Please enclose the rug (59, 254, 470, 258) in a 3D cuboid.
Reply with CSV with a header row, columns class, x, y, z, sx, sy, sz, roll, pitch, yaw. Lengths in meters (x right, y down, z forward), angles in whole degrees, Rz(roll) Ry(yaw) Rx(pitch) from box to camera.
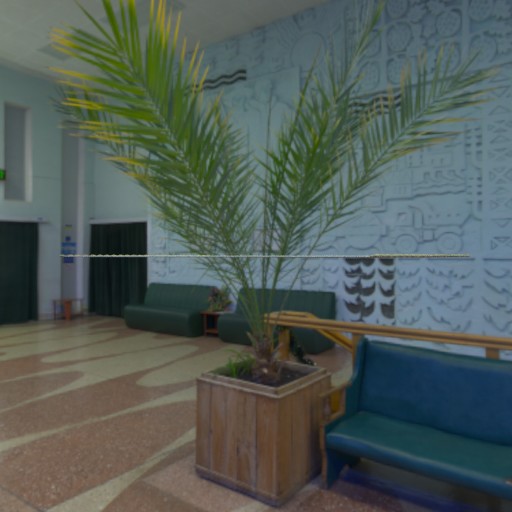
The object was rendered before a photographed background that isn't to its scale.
class,x,y,z,sx,sy,sz,roll,pitch,yaw
rug,0.000,0.000,3.073,2.435,0.018,1.540,0,0,38
